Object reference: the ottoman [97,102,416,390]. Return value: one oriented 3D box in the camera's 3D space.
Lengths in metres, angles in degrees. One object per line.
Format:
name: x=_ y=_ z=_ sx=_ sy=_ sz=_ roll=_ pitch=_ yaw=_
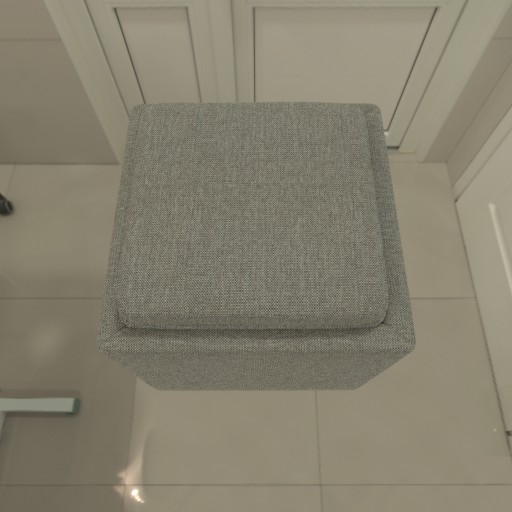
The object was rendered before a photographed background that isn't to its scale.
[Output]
ottoman: x=0.000 y=0.000 z=0.857 sx=0.450 sy=0.460 sz=0.450 roll=0 pitch=66 yaw=0
